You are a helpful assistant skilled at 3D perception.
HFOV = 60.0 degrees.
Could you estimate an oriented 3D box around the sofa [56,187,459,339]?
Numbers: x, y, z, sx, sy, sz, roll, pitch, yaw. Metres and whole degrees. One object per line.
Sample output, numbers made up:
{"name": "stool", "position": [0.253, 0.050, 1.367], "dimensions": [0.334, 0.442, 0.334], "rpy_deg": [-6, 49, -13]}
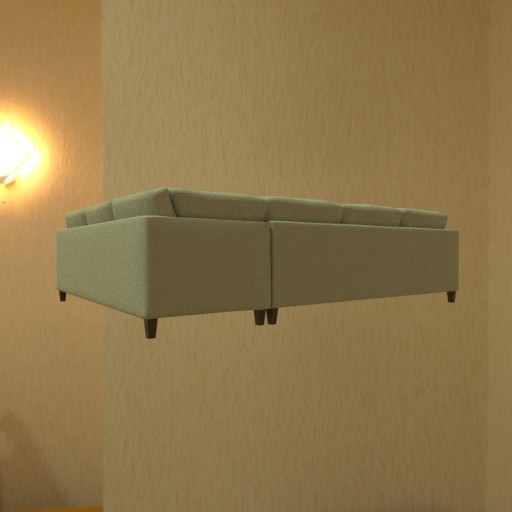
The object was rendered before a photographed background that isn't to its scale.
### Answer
{"name": "sofa", "position": [0.000, 0.000, 4.507], "dimensions": [3.333, 0.934, 2.522], "rpy_deg": [-1, 1, -35]}
